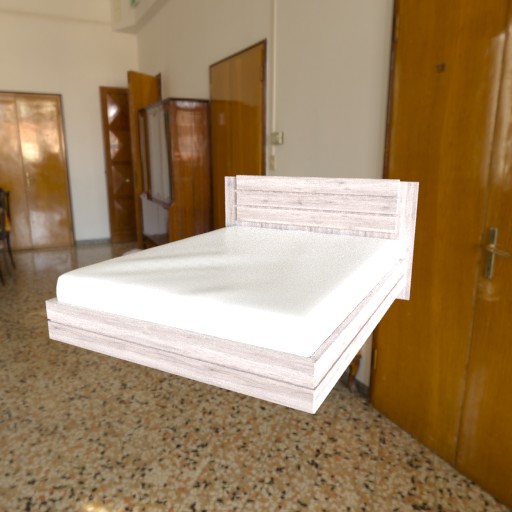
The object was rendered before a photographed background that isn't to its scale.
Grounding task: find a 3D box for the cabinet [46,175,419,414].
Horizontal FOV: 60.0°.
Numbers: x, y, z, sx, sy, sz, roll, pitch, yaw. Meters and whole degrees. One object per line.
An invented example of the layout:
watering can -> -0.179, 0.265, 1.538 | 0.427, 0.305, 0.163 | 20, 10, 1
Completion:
cabinet -> 0.000, 0.000, 3.045 | 1.750, 0.970, 2.080 | 7, 15, 27
